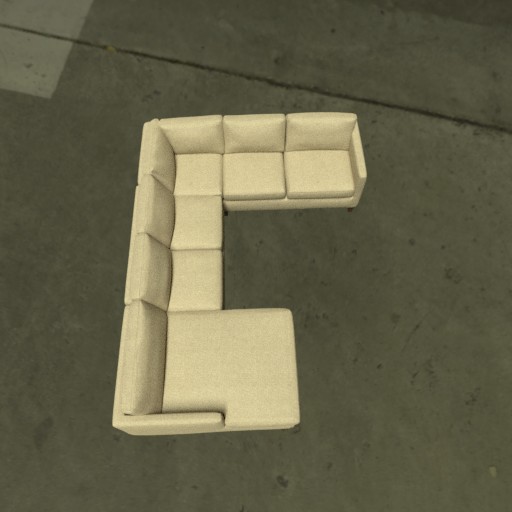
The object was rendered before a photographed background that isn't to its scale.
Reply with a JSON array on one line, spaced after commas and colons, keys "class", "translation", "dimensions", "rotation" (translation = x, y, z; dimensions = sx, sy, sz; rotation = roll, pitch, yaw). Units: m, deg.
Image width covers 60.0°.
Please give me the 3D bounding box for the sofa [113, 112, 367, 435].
[{"class": "sofa", "translation": [0.000, 0.000, 4.748], "dimensions": [2.593, 0.959, 3.460], "rotation": [-2, 63, -1]}]
